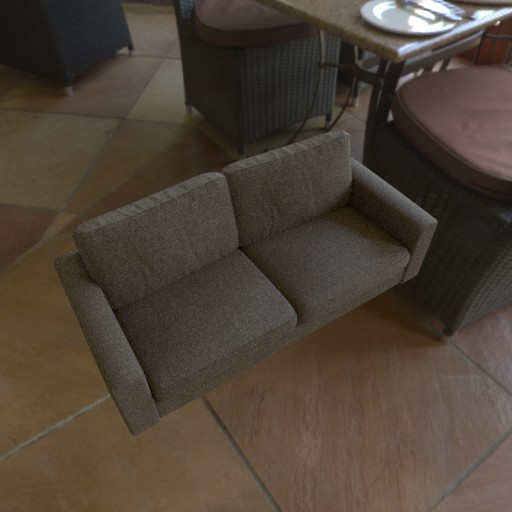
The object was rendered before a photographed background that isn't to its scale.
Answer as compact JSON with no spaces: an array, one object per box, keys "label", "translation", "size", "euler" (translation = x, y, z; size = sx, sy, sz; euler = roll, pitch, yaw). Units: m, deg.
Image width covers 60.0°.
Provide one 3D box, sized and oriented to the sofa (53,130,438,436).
[{"label":"sofa","translation":[0.000,0.000,2.781],"size":[2.179,0.873,1.016],"euler":[-25,52,-21]}]
